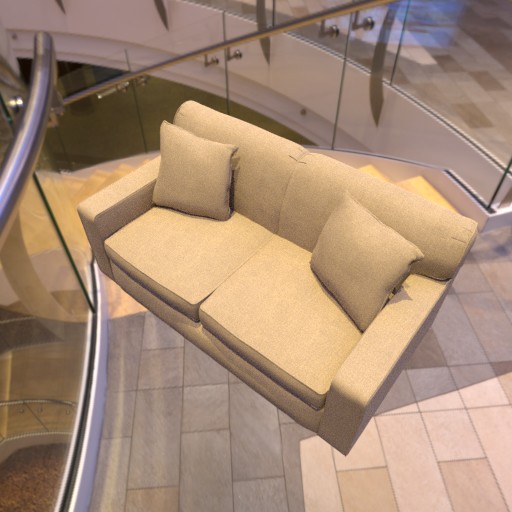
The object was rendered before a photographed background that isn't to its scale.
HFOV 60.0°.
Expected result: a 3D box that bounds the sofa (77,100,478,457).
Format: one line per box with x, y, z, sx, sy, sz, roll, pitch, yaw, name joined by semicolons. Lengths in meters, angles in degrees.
0.000;0.000;2.422;1.846;0.958;0.998;30;54;26;sofa
